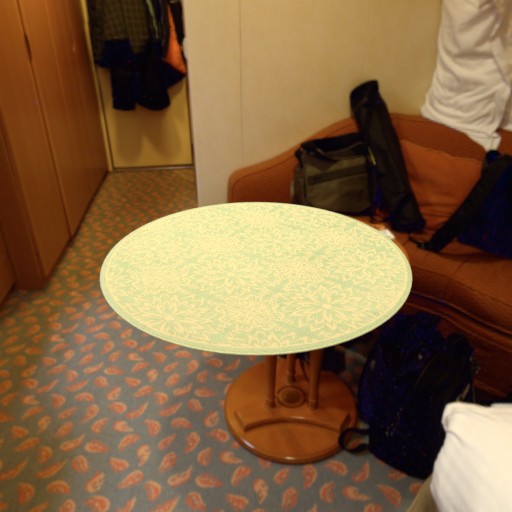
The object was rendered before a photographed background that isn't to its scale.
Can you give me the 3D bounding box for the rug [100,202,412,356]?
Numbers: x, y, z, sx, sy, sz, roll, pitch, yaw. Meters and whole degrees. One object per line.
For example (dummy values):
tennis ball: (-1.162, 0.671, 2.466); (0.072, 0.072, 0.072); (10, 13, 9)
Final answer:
rug: (0.000, 0.000, 2.367); (1.593, 0.012, 1.593); (0, 28, 0)
